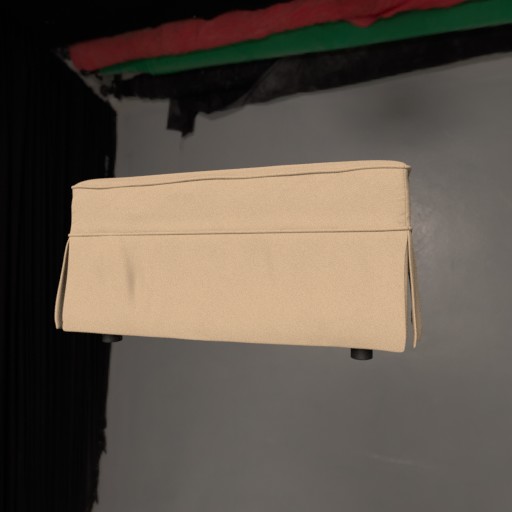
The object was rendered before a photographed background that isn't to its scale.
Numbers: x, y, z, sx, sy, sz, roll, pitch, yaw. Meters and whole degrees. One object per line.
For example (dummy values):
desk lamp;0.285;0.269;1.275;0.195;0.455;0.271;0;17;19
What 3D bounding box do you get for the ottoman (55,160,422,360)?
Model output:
ottoman;0.000;0.000;1.388;0.959;0.482;0.721;0;0;18
